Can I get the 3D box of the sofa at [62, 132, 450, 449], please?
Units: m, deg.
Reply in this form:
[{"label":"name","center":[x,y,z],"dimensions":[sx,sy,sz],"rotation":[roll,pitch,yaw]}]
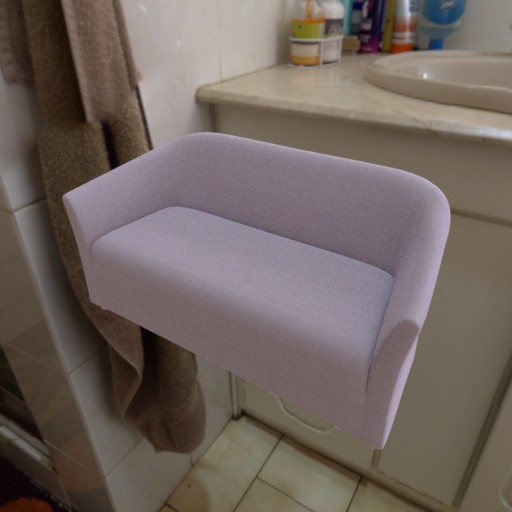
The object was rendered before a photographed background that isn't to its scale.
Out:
[{"label":"sofa","center":[0.000,0.000,1.817],"dimensions":[1.452,0.721,0.705],"rotation":[19,37,28]}]
